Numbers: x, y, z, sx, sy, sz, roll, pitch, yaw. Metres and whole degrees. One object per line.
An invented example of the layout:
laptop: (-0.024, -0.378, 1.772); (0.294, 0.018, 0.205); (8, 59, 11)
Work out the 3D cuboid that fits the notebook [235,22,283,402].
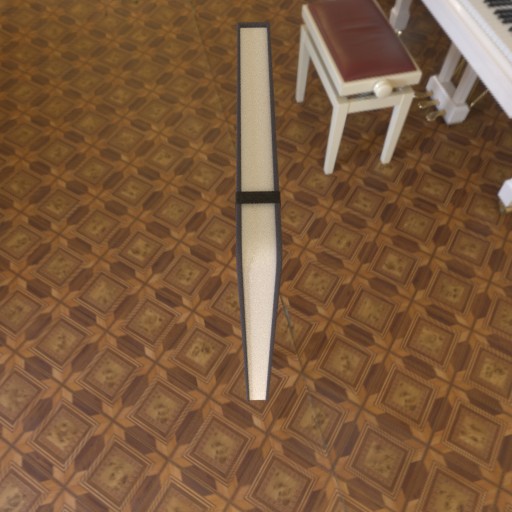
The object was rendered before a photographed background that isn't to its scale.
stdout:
notebook: (0.000, 0.000, 0.265); (0.016, 0.213, 0.127); (-1, 59, -1)
